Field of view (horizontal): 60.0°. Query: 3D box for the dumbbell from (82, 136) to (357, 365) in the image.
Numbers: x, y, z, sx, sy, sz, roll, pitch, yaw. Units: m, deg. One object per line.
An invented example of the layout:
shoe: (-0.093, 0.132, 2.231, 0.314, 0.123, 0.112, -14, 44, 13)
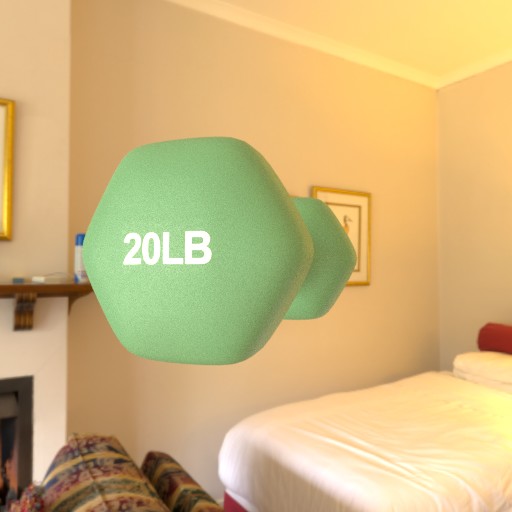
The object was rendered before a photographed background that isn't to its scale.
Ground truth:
dumbbell: (0.000, 0.000, 0.327, 0.126, 0.114, 0.257, -1, -2, 20)
